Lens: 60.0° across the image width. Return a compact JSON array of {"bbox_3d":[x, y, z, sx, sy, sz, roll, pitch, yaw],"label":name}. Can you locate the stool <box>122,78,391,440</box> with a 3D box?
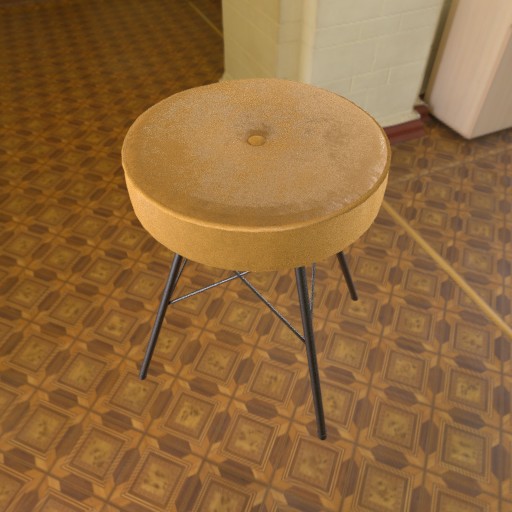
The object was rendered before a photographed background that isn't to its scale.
[{"bbox_3d":[0.000,0.000,0.919,0.472,0.595,0.438,16,49,14],"label":"stool"}]
